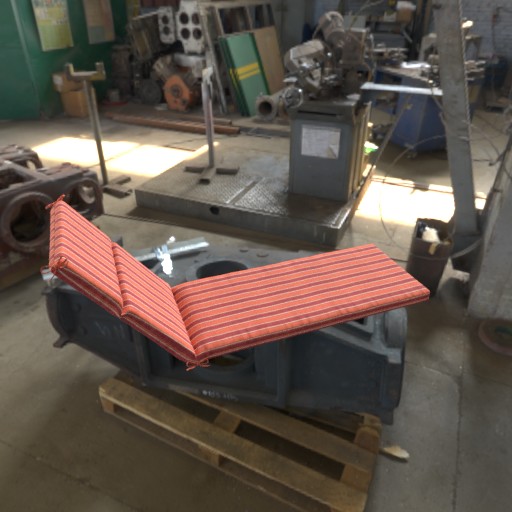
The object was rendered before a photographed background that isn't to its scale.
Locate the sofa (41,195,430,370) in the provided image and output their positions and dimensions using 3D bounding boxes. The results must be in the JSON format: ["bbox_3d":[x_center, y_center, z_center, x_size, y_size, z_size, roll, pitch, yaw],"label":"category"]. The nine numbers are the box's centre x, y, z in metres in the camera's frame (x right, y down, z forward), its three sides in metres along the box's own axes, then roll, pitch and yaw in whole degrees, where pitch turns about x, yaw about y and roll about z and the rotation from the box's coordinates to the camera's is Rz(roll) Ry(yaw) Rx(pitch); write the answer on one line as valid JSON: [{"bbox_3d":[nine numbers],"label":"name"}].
[{"bbox_3d":[0.000,0.000,2.010,1.663,0.622,0.582,-11,33,-18],"label":"sofa"}]
